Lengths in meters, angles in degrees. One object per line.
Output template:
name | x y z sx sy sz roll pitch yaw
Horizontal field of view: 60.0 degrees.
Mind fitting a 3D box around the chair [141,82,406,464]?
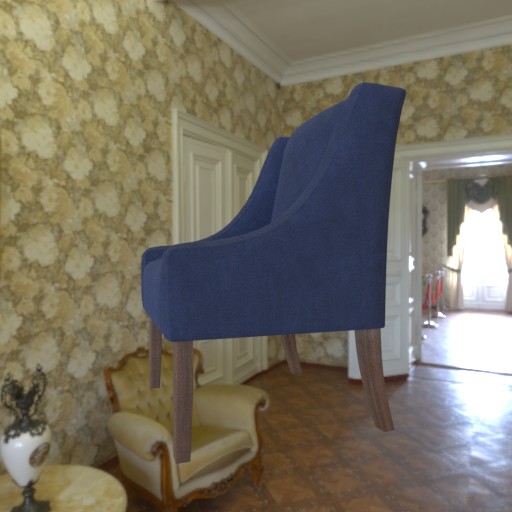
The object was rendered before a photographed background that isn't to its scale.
chair | 0.000 0.000 1.333 0.629 0.895 0.629 0 0 -19
